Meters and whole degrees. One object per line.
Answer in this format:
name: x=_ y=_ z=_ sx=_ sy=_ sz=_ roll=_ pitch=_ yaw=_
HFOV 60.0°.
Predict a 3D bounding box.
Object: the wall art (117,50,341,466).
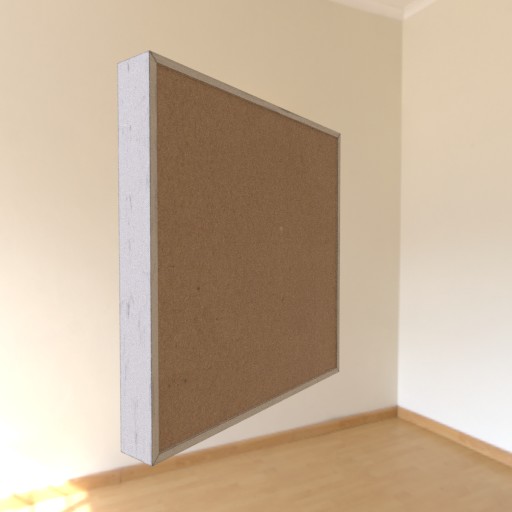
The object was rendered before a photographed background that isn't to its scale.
wall art: x=0.000 y=0.000 z=0.457 sx=0.038 sy=0.305 sz=0.305 roll=1 pitch=2 yaw=37
